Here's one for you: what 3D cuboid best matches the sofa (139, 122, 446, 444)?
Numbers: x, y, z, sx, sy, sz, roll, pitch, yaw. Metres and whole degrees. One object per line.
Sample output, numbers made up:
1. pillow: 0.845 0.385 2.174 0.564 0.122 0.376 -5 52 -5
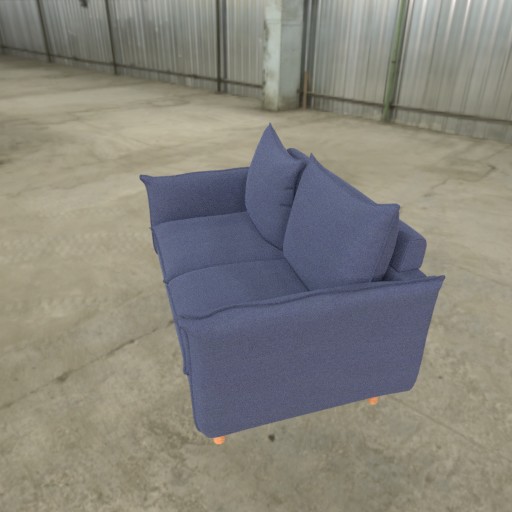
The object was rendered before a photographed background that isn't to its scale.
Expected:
1. sofa: 0.000 0.000 1.856 0.820 0.840 1.300 -8 30 -15
